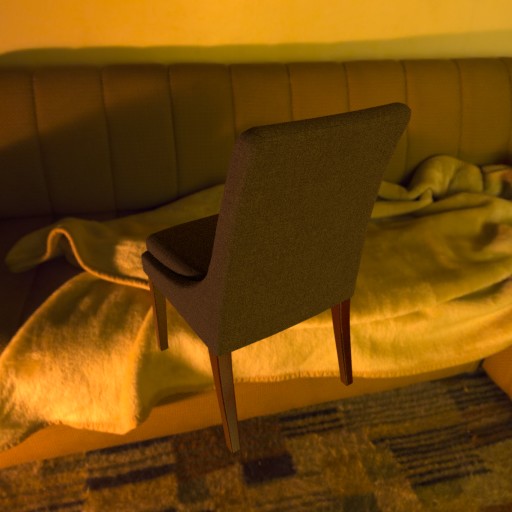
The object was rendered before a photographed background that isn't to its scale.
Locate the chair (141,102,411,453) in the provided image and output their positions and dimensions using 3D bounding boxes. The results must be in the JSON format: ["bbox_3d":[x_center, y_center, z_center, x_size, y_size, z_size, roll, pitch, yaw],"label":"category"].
[{"bbox_3d":[0.000,0.000,1.349,0.508,0.952,0.655,-19,35,-29],"label":"chair"}]
